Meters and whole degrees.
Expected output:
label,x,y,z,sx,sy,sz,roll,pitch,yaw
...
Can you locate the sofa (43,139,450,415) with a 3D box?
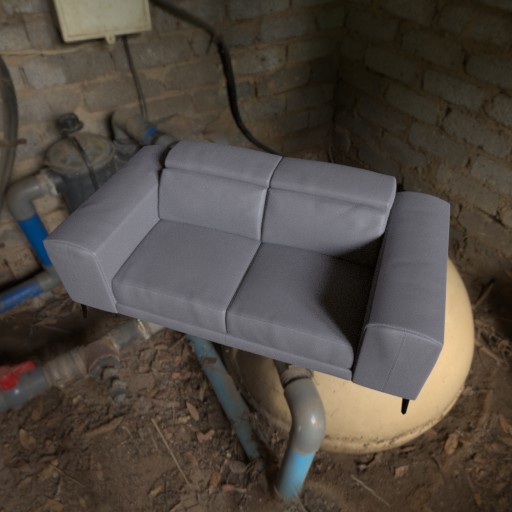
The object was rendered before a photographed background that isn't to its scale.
label,x,y,z,sx,sy,sz,roll,pitch,yaw
sofa,0.000,0.000,2.418,1.895,0.779,1.003,13,44,14
